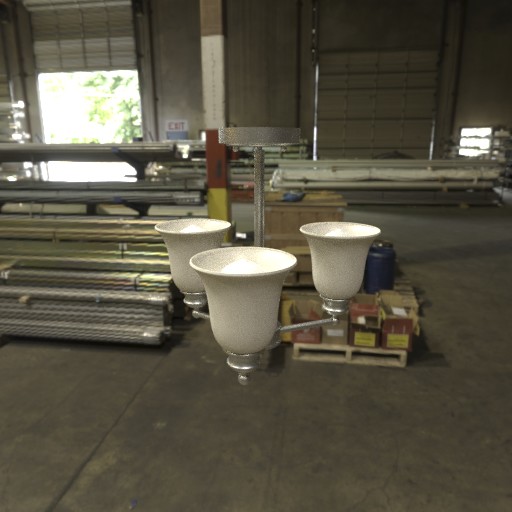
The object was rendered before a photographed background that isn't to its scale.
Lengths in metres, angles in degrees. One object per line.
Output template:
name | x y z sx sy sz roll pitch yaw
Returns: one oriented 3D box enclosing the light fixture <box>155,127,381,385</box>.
light fixture | 0.000 0.000 0.665 0.388 0.370 0.354 2 14 8
